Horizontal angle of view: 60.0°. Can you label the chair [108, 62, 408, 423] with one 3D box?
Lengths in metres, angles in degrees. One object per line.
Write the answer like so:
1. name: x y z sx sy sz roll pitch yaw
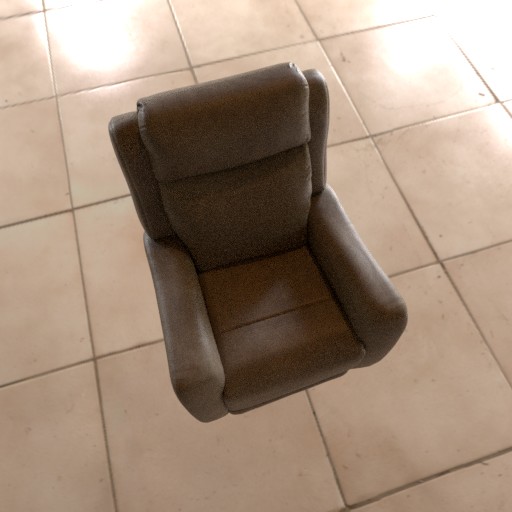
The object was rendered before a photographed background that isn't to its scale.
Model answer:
1. chair: 0.000 0.000 1.901 0.967 1.116 1.068 -16 64 -8
